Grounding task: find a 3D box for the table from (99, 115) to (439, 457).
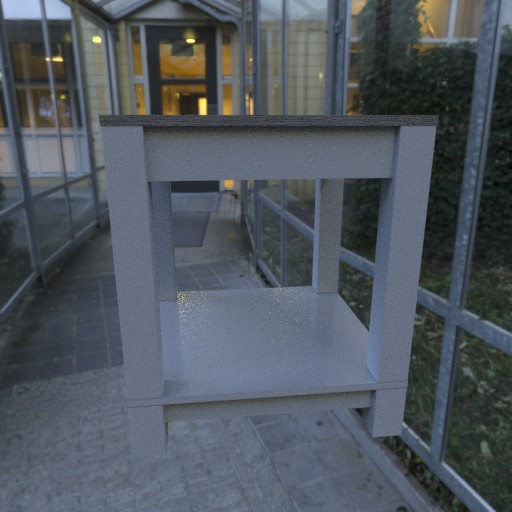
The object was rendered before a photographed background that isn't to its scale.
[{"bbox_3d":[0.000,0.000,0.978,0.506,0.587,0.504,-2,17,-7],"label":"table"}]
